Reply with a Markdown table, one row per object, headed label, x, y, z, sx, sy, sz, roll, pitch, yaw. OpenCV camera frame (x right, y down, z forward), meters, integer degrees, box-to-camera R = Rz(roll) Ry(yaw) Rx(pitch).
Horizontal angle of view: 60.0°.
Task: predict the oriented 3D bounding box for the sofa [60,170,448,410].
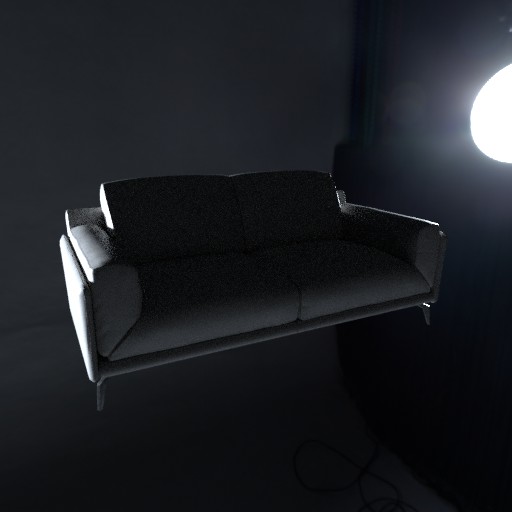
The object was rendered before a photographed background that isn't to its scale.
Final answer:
| label | x | y | z | sx | sy | sz | roll | pitch | yaw |
| --- | --- | --- | --- | --- | --- | --- | --- | --- | --- |
| sofa | 0.000 | 0.000 | 2.678 | 2.101 | 0.930 | 1.049 | -8 | 17 | -26 |
